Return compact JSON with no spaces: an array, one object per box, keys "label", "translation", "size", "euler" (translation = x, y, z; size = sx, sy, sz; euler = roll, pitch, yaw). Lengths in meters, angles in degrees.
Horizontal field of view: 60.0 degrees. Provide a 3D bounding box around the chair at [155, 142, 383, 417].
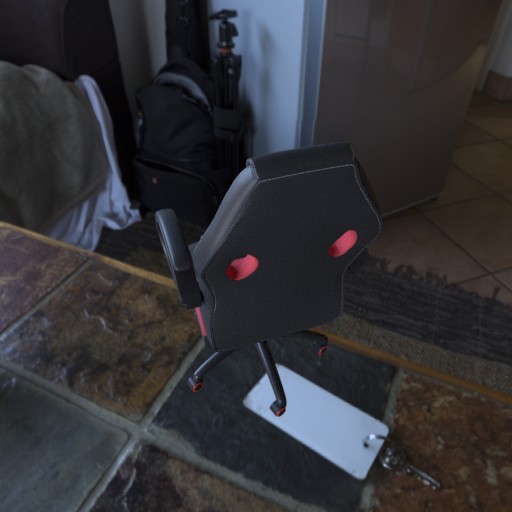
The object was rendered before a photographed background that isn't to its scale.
[{"label":"chair","translation":[0.000,0.000,1.654],"size":[0.673,1.187,0.724],"euler":[-13,43,-14]}]
